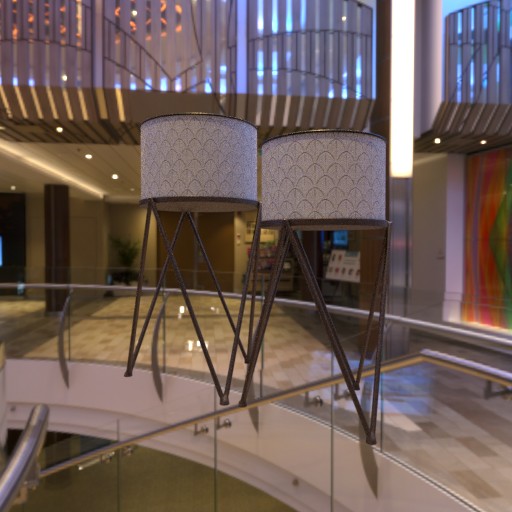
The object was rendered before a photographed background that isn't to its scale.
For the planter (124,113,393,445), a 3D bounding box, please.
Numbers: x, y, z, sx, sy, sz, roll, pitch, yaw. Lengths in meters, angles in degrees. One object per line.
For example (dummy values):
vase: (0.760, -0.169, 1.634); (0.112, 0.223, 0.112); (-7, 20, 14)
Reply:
planter: (0.000, 0.000, 1.176); (0.769, 0.712, 0.413); (1, 2, 38)
